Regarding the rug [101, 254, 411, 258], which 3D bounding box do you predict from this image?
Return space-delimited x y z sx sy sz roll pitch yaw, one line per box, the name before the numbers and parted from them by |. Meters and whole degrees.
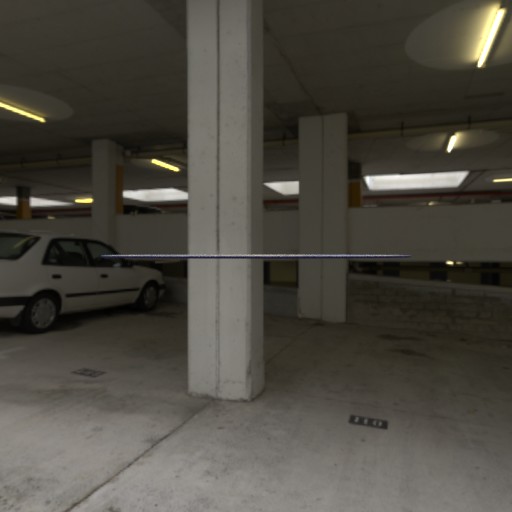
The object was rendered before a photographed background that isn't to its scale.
rug | 0.000 0.000 2.412 1.591 0.010 1.591 0 0 0
